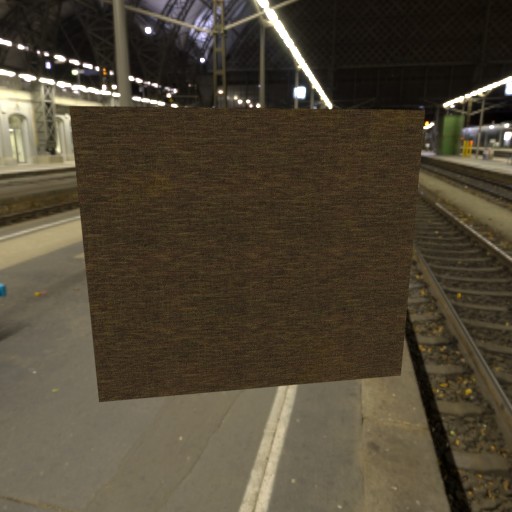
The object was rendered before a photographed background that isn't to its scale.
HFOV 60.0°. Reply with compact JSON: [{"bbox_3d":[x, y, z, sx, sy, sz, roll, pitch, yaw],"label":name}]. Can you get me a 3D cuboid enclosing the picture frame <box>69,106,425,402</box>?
[{"bbox_3d":[0.000,0.000,0.524,0.378,0.330,0.033,-2,15,-9],"label":"picture frame"}]
